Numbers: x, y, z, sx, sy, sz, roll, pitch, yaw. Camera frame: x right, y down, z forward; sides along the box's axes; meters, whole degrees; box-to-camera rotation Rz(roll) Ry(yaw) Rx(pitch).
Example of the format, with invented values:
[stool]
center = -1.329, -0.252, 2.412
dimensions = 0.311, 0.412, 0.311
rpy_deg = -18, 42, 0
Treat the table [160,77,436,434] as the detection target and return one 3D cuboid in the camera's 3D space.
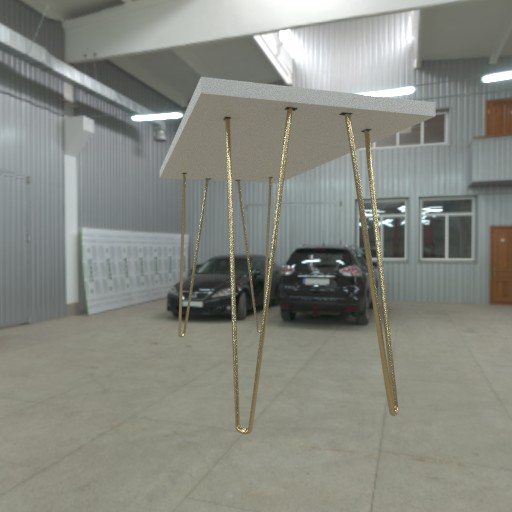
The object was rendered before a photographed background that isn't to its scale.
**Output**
[table]
center = 0.000, 0.000, 1.345
dimensions = 0.498, 0.660, 0.991
rpy_deg = 0, 1, -16
